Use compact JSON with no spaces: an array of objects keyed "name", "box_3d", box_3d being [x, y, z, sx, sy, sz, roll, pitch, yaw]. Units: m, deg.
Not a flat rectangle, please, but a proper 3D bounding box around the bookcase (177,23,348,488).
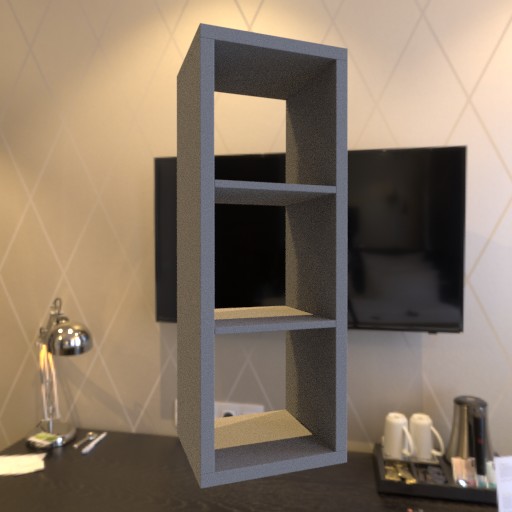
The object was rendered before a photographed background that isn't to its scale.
[{"name":"bookcase","box_3d":[0.000,0.000,1.247,0.390,1.080,0.330,0,1,-19]}]
